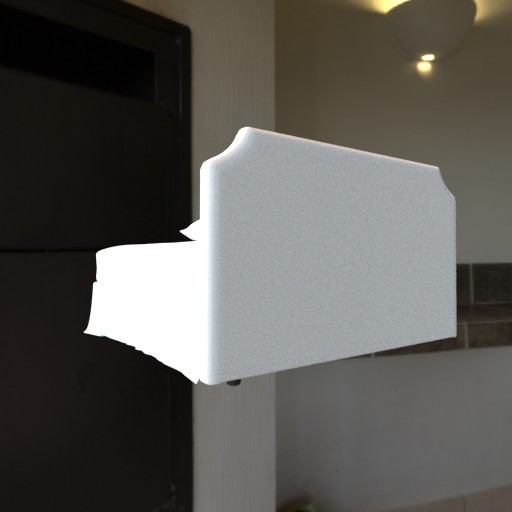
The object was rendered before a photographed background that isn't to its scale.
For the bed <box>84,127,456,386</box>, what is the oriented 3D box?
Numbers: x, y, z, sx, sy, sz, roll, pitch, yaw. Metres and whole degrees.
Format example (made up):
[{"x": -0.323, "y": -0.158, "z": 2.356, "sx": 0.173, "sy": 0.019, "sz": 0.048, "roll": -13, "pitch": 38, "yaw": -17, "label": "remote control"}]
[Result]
[{"x": 0.000, "y": 0.000, "z": 3.577, "sx": 2.160, "sy": 1.301, "sz": 2.204, "roll": 0, "pitch": 0, "yaw": -36, "label": "bed"}]
